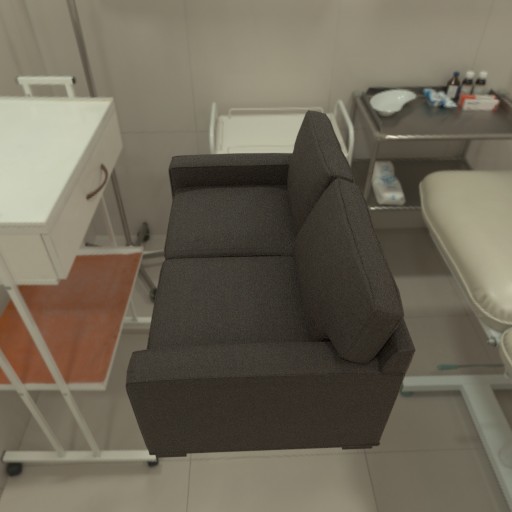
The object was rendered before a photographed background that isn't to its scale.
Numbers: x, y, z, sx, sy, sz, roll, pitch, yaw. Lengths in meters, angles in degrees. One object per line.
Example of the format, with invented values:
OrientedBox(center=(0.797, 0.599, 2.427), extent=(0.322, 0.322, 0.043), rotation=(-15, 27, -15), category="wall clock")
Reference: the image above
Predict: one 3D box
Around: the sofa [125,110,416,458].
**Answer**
OrientedBox(center=(0.000, 0.000, 2.139), extent=(0.974, 0.887, 1.534), rotation=(-2, 42, -2), category="sofa")
